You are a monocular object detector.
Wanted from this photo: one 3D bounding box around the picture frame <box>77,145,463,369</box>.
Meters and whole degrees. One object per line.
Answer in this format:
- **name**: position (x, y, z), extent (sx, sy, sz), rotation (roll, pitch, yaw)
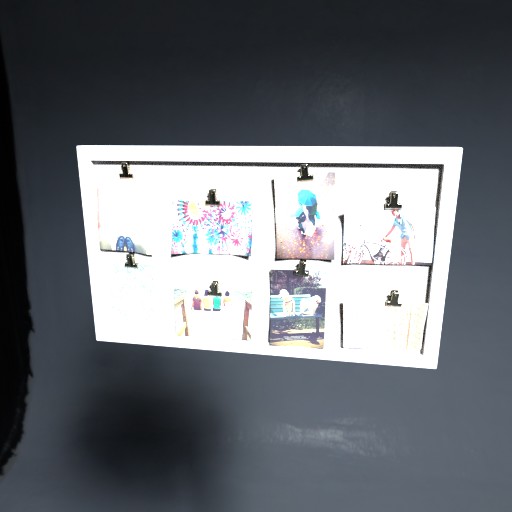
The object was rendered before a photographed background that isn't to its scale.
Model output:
- **picture frame**: position (0.000, 0.000, 0.790), extent (0.647, 0.379, 0.044), rotation (3, 15, 10)
